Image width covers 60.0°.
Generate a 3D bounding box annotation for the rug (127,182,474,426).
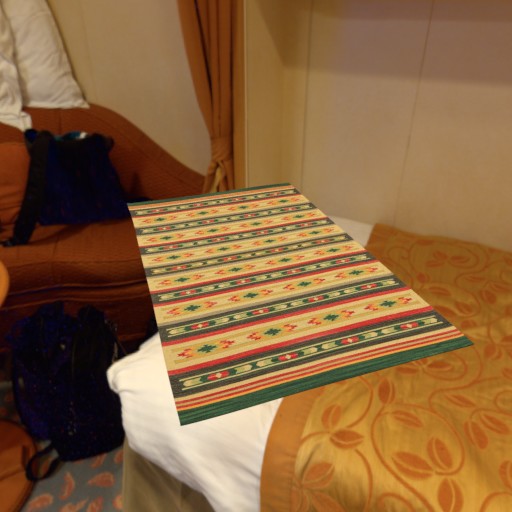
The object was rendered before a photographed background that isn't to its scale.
[{"bbox_3d":[0.000,0.000,3.055,1.520,0.011,2.447,-10,32,-17],"label":"rug"}]
